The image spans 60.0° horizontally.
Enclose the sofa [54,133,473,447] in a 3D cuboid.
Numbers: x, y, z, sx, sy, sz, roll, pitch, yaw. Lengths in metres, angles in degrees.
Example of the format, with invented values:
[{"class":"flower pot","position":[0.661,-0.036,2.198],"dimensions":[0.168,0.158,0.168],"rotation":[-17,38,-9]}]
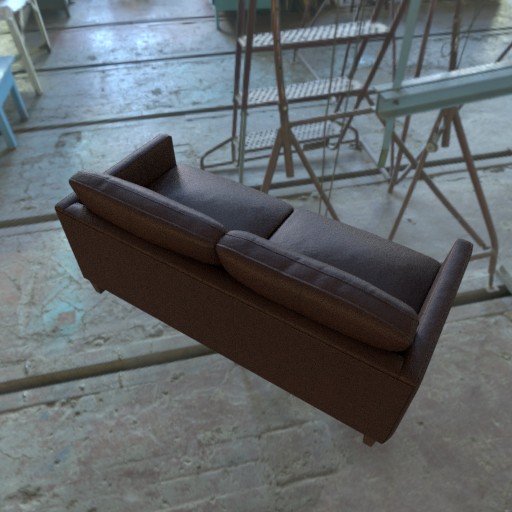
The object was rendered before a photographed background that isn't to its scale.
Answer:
[{"class":"sofa","position":[0.000,0.000,2.408],"dimensions":[1.971,0.863,0.923],"rotation":[24,50,22]}]
